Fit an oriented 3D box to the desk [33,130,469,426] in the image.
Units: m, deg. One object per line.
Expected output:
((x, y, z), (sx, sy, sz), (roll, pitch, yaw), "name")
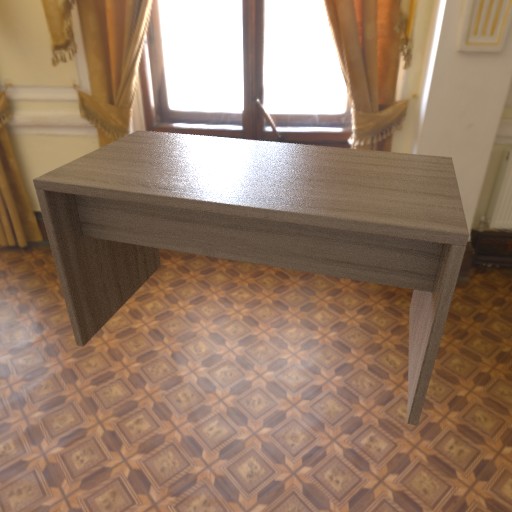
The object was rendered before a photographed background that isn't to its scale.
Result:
((0.000, 0.000, 1.803), (1.380, 0.745, 0.690), (9, 31, 15), "desk")
